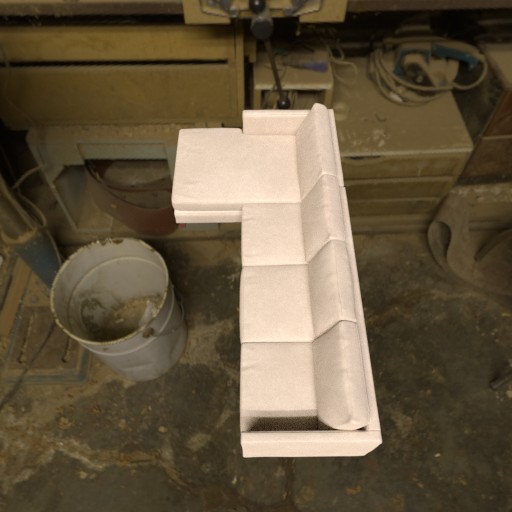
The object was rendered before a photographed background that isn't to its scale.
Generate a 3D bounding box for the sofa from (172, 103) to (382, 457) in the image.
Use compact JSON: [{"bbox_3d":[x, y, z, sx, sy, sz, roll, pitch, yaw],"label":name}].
[{"bbox_3d":[0.000,0.000,3.906,1.625,0.846,3.186,0,59,0],"label":"sofa"}]
